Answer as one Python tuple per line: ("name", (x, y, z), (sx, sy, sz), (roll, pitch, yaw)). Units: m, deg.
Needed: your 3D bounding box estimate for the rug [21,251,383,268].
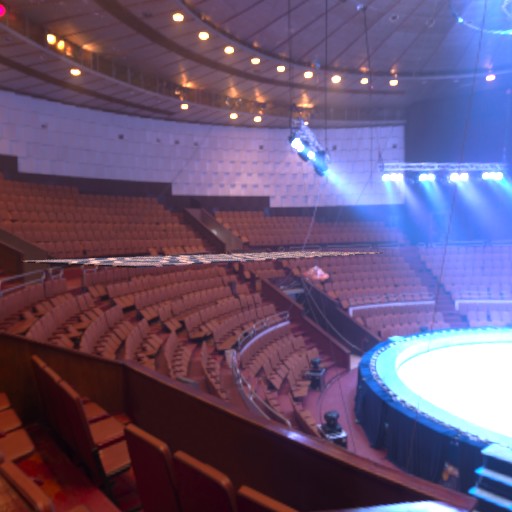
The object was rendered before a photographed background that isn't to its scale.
("rug", (0.000, 0.000, 2.510), (0.685, 0.006, 2.296), (1, 2, 35))
